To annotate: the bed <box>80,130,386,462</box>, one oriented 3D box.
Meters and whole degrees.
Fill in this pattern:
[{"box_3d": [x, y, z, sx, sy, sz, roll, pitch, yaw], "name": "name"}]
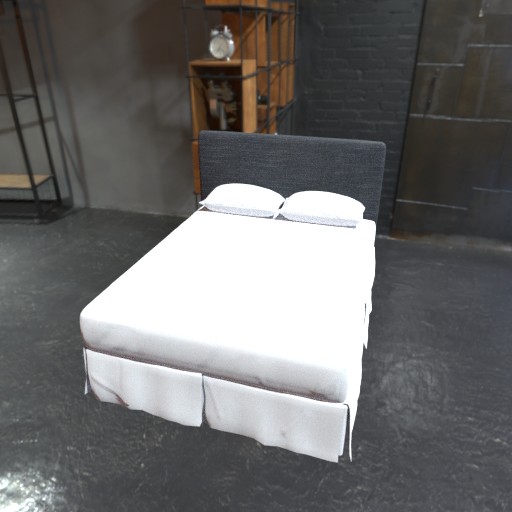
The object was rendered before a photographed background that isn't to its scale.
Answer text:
[{"box_3d": [0.000, 0.000, 3.234, 1.723, 1.330, 2.142, 8, 28, 15], "name": "bed"}]
